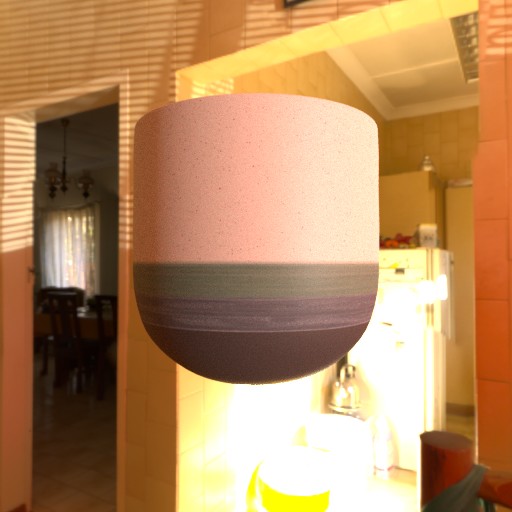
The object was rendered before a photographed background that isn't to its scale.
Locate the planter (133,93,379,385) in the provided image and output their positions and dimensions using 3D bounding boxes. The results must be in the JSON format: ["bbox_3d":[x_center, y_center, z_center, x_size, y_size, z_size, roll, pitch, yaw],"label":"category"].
[{"bbox_3d":[0.000,0.000,0.501,0.268,0.270,0.268,0,-1,0],"label":"planter"}]
